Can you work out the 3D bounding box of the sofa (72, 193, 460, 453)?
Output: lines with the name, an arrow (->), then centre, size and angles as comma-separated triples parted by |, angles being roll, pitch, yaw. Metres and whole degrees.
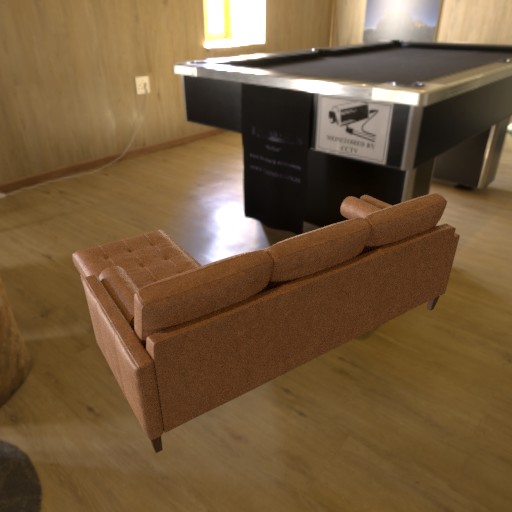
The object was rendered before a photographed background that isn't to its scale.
sofa -> 0.000, 0.000, 2.947 | 2.178, 0.876, 1.506 | -18, 35, -29
